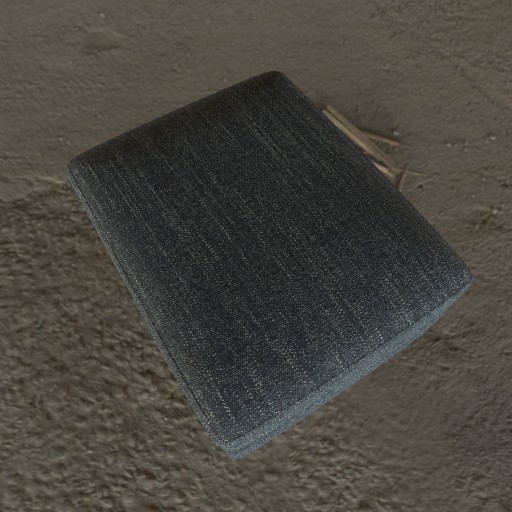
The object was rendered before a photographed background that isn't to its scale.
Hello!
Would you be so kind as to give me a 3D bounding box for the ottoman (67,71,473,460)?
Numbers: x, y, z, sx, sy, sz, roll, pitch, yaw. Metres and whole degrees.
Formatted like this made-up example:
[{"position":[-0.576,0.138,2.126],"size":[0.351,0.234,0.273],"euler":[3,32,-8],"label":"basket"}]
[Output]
[{"position":[0.000,0.000,1.206],"size":[0.667,0.491,0.814],"euler":[-29,66,-15],"label":"ottoman"}]
